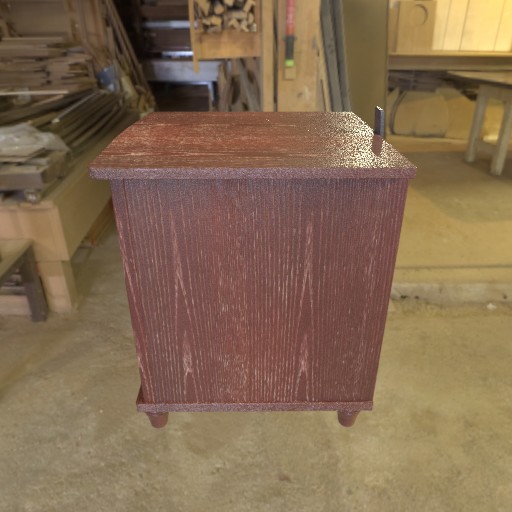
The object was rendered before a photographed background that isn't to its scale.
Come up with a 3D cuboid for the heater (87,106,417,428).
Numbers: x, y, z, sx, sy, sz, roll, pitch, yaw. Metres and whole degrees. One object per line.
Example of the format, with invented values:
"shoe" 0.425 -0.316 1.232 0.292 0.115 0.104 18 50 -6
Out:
"heater" 0.000 0.000 0.751 0.400 0.481 0.362 0 28 0
